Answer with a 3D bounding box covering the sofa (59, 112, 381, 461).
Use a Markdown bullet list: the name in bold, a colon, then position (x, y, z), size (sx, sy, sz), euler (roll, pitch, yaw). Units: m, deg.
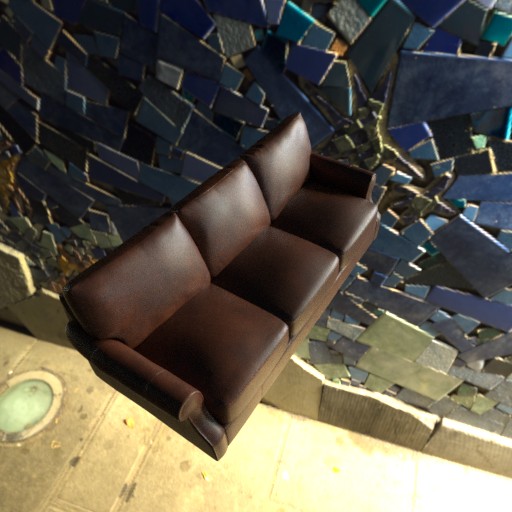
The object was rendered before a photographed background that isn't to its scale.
- **sofa**: position (0.000, 0.000, 2.888), size (0.973, 0.977, 2.351), euler (24, 48, 24)
